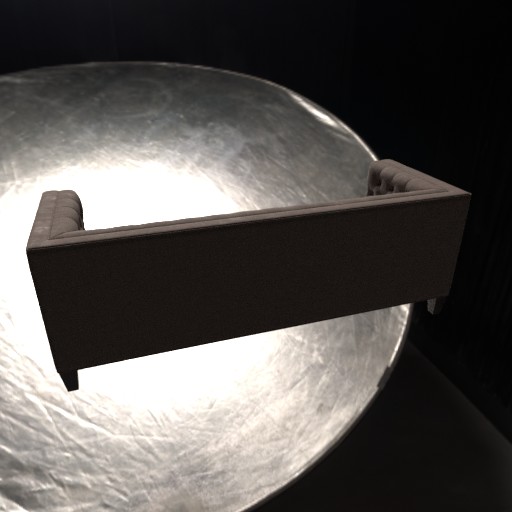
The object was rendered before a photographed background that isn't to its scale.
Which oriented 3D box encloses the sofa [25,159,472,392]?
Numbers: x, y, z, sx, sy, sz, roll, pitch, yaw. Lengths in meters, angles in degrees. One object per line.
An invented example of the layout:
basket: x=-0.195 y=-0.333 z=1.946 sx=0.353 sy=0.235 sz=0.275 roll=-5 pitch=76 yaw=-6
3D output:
sofa: x=0.000 y=0.000 z=2.523 sx=2.159 sy=0.762 sz=0.775 roll=-8 pitch=28 yaw=-16
